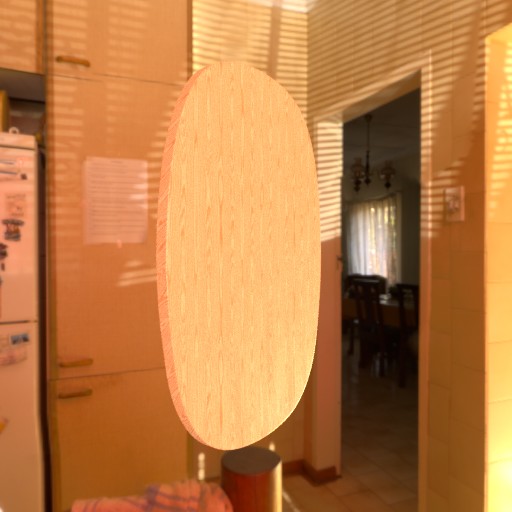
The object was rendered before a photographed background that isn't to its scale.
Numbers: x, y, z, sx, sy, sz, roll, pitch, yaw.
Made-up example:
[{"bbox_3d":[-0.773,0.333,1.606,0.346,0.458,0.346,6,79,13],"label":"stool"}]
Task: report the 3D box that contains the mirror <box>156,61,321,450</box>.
[{"bbox_3d":[0.000,0.000,1.305,0.037,1.075,0.724,0,1,37],"label":"mirror"}]
